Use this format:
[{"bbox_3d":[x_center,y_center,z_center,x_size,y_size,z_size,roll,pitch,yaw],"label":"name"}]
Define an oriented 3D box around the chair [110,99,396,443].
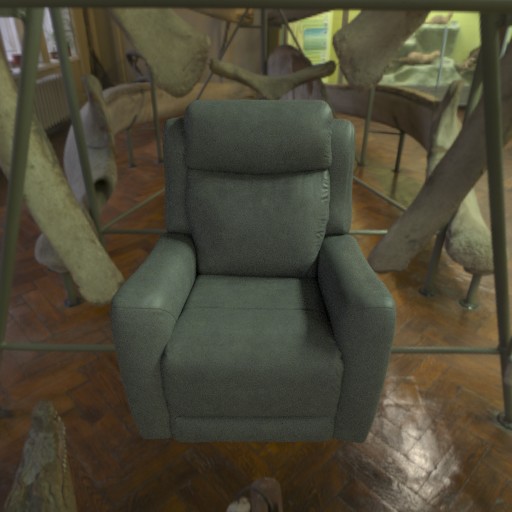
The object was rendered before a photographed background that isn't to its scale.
[{"bbox_3d":[0.000,0.000,1.886,0.965,1.116,1.068,1,30,1],"label":"chair"}]
